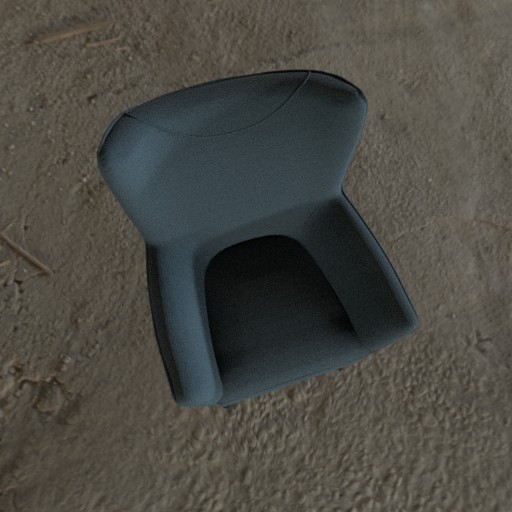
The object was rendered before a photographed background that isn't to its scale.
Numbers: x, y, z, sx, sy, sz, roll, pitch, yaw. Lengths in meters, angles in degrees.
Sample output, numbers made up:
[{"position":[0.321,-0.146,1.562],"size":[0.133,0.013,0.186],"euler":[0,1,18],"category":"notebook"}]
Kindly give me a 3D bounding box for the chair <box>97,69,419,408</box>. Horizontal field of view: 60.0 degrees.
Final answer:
[{"position":[0.000,0.000,1.552],"size":[0.781,0.933,0.888],"euler":[-16,63,-8],"category":"chair"}]
